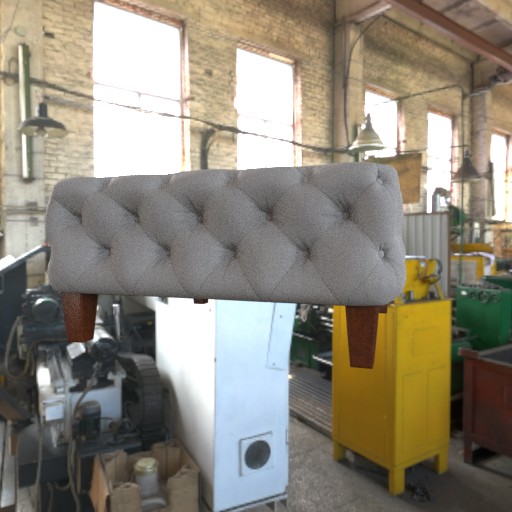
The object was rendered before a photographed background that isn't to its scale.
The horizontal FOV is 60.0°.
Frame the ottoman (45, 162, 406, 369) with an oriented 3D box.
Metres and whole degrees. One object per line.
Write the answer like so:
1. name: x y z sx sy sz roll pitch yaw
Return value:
1. ottoman: 0.000 0.000 1.181 0.758 0.365 0.764 1 2 19
